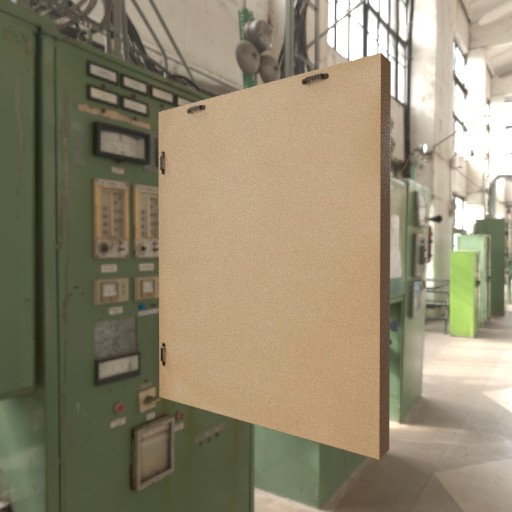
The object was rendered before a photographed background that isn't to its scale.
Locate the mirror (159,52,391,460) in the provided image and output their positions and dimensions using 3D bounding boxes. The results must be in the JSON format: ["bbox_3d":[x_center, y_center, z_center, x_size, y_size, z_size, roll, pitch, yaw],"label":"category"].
[{"bbox_3d":[0.000,0.000,0.683,0.405,0.508,0.041,1,1,36],"label":"mirror"}]
